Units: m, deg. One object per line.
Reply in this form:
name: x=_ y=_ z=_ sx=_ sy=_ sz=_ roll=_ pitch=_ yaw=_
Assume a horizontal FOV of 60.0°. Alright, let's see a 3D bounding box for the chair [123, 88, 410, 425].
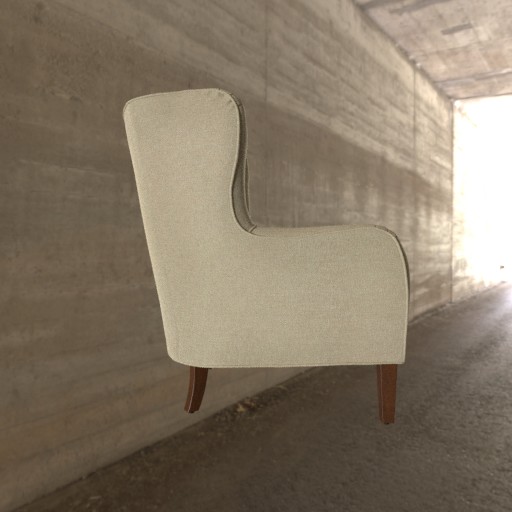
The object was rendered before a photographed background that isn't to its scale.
chair: x=0.000 y=0.000 z=1.743 sx=0.966 sy=1.040 sz=0.838 roll=0 pitch=1 yaw=1
